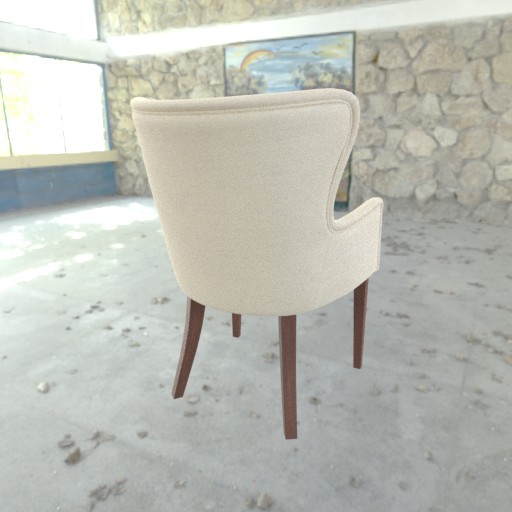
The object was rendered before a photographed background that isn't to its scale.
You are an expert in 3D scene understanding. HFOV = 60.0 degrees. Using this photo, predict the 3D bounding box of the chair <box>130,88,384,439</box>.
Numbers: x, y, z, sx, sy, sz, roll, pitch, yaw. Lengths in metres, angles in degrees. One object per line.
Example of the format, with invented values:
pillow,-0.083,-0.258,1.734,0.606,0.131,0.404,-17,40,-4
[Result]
chair,0.000,0.000,1.465,0.696,0.990,0.744,9,18,28
